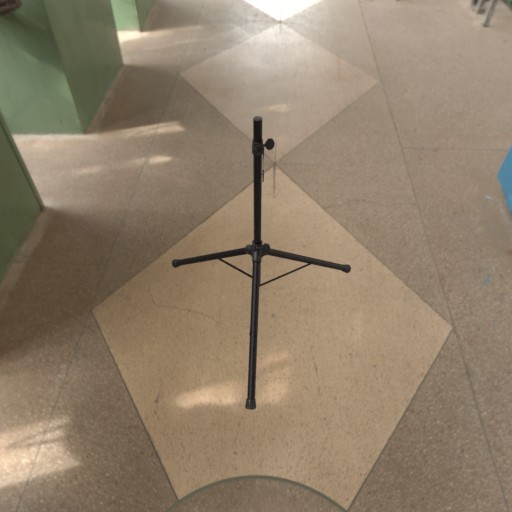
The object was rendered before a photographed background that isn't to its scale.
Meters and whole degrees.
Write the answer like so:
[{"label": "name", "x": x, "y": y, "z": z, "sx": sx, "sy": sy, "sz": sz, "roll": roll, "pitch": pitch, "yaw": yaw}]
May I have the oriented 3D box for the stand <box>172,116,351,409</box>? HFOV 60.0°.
[{"label": "stand", "x": 0.000, "y": 0.000, "z": 1.912, "sx": 1.045, "sy": 1.136, "sz": 0.907, "roll": 3, "pitch": 48, "yaw": 3}]
